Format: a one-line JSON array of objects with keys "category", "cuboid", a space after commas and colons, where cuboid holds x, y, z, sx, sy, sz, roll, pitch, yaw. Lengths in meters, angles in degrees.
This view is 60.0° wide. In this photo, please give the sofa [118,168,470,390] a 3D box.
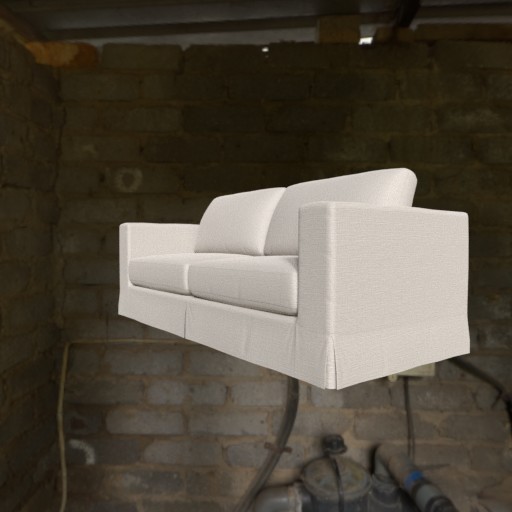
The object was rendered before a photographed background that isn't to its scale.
[{"category": "sofa", "cuboid": [0.000, 0.000, 2.673, 0.954, 0.881, 2.163, -1, 2, -36]}]
